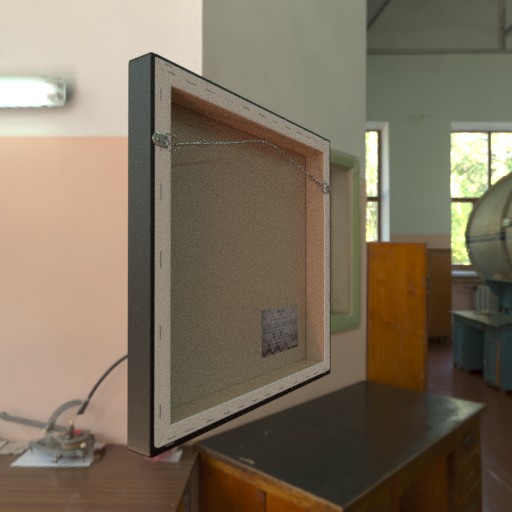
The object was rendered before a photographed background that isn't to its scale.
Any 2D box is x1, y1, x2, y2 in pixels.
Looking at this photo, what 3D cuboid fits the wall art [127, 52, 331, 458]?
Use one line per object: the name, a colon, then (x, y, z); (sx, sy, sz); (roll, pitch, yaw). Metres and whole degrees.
wall art: (0.000, 0.000, 0.614); (0.041, 0.407, 0.406); (0, -1, 35)
